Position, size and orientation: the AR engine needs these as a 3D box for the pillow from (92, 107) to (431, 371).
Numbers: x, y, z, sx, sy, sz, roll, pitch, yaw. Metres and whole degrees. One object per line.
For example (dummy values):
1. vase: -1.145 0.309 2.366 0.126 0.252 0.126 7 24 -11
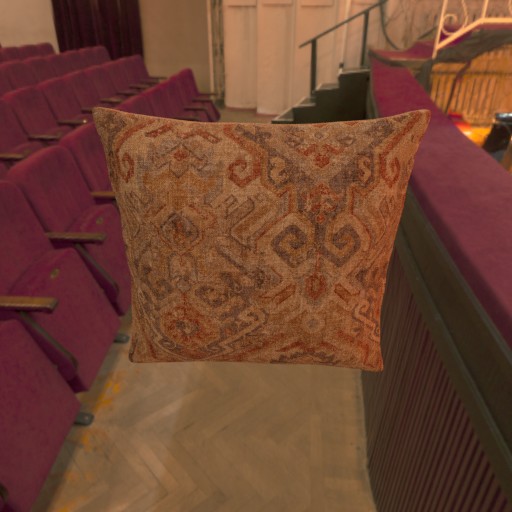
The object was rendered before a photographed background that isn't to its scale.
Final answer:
1. pillow: 0.000 0.000 0.789 0.523 0.506 0.166 1 29 2
